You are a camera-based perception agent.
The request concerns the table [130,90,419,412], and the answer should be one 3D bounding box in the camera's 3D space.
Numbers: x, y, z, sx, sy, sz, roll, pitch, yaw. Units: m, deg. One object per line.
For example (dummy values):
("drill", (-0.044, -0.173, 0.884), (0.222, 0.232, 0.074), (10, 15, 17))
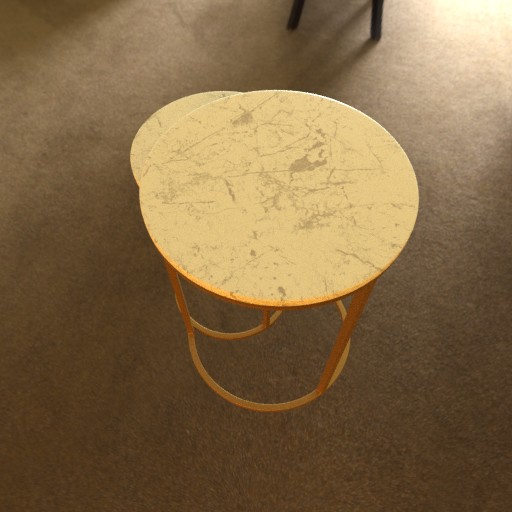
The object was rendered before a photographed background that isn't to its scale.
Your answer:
("table", (0.000, 0.000, 0.898), (0.400, 0.550, 0.507), (-33, 63, -19))
